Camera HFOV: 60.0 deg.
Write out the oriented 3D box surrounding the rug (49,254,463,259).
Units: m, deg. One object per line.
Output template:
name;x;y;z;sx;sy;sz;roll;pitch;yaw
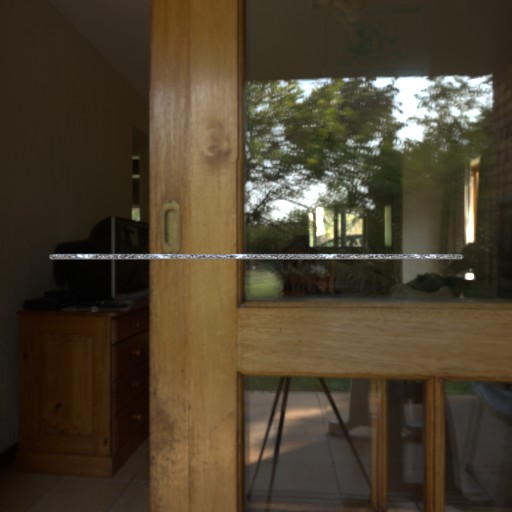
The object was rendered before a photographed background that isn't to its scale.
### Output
rug;0.000;0.000;4.105;2.438;0.029;3.047;0;0;0
